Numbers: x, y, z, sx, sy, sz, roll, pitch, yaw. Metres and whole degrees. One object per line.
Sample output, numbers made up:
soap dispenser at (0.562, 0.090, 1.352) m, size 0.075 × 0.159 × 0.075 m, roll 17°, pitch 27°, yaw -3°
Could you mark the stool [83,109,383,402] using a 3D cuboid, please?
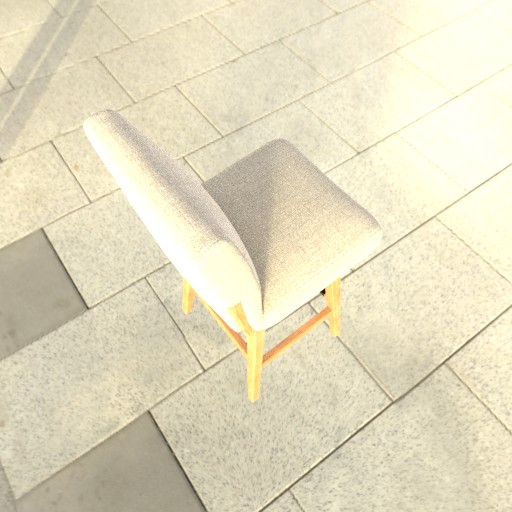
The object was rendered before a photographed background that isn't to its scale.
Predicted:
stool at (0.000, 0.000, 1.345) m, size 0.569 × 1.106 × 0.483 m, roll -34°, pitch 65°, yaw -18°
